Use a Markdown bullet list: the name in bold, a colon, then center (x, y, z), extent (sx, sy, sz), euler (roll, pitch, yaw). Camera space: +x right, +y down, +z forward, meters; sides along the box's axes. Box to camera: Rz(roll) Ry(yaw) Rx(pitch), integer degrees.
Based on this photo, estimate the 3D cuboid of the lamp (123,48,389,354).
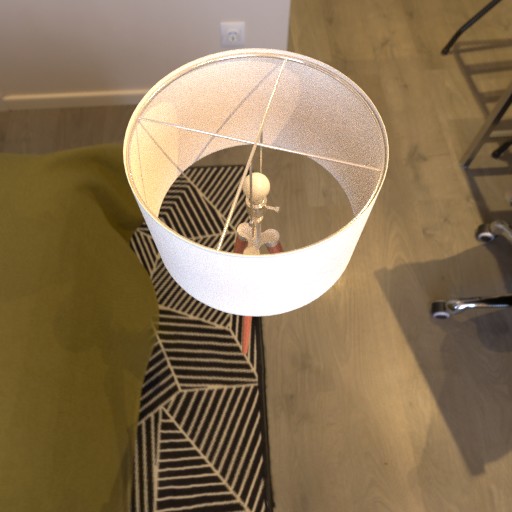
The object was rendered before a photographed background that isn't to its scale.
- **lamp**: center (0.000, 0.000, 0.913), extent (0.355, 0.709, 0.354), euler (-31, 68, -14)
